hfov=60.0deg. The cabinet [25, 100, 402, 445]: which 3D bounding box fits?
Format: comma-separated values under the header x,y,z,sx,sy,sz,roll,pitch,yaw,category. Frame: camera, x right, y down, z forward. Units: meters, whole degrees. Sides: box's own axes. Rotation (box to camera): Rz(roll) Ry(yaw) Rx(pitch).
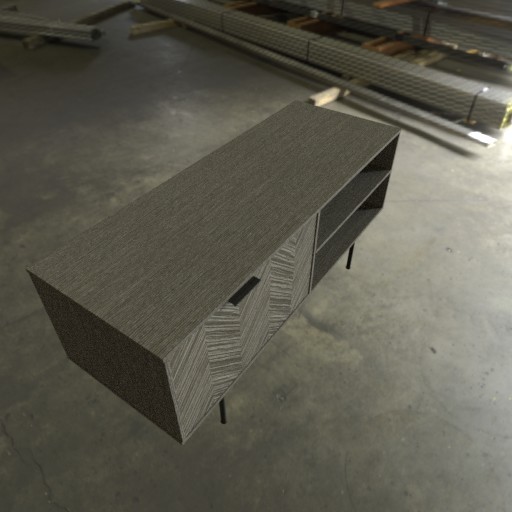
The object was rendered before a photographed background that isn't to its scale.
x,y,z,sx,sy,sz,roll,pitch,yaw,category
0.000,0.000,1.600,0.500,0.599,1.300,25,47,26,cabinet
